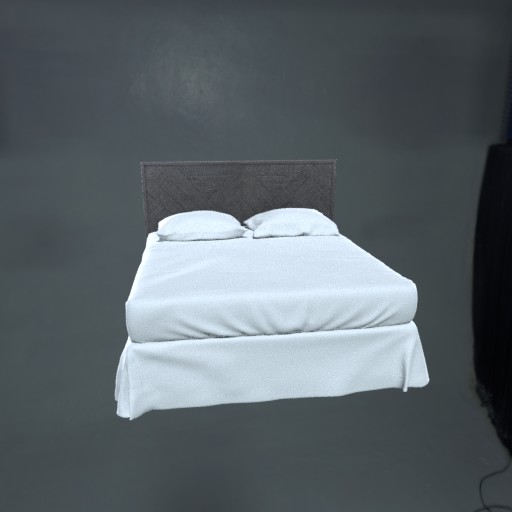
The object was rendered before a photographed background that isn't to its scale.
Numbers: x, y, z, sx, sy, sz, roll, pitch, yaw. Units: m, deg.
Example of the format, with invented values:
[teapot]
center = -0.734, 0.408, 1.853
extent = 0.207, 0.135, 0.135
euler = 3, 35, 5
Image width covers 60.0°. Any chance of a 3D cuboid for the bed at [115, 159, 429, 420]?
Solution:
[bed]
center = 0.000, 0.000, 2.993
extent = 1.772, 1.142, 1.785
euler = -2, 16, -8
